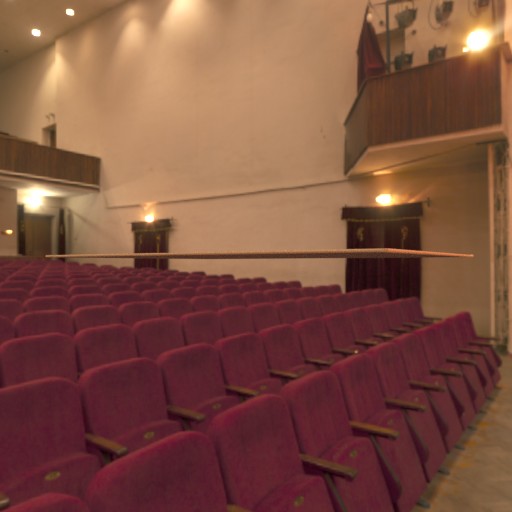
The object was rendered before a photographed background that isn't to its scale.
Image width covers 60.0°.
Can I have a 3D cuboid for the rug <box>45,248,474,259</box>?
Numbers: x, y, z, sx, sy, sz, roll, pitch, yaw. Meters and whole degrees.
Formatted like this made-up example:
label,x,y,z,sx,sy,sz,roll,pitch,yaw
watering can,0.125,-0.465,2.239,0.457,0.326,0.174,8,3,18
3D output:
label,x,y,z,sx,sy,sz,roll,pitch,yaw
rug,0.000,0.000,2.801,2.244,0.017,1.532,-1,-1,36
